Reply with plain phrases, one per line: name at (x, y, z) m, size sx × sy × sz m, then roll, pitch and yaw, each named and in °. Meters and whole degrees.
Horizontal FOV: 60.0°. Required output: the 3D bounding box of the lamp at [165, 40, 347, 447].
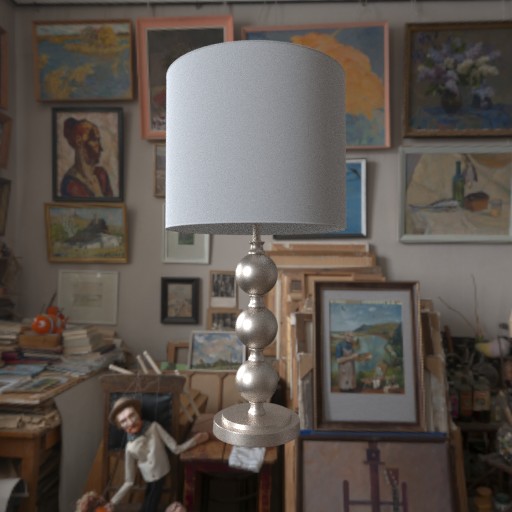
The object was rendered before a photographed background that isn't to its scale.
lamp at (0.000, 0.000, 0.689) m, size 0.277 × 0.538 × 0.277 m, roll 0°, pitch -1°, yaw -36°
